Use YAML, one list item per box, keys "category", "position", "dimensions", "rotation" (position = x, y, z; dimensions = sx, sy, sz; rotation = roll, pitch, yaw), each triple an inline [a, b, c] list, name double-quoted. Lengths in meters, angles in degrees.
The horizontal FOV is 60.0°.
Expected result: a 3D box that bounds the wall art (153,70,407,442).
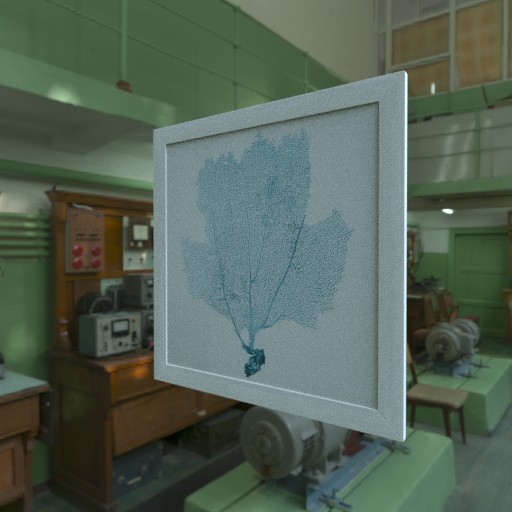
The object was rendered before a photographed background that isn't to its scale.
- category: "wall art"
  position: [0.000, 0.000, 0.872]
  dimensions: [0.584, 0.584, 0.013]
  rotation: [1, 1, 36]
